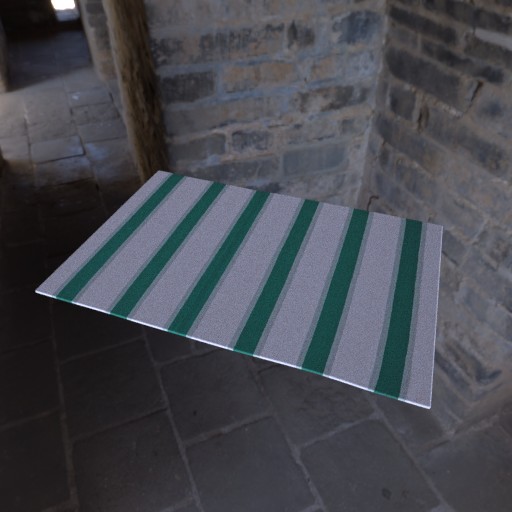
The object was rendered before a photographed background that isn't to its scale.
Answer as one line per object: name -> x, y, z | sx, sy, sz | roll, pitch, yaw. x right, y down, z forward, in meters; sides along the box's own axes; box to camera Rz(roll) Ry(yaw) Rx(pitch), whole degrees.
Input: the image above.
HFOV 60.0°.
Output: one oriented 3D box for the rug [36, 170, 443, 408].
rug -> 0.000, 0.000, 2.333 | 1.829, 0.012, 1.210 | 13, 43, 15
